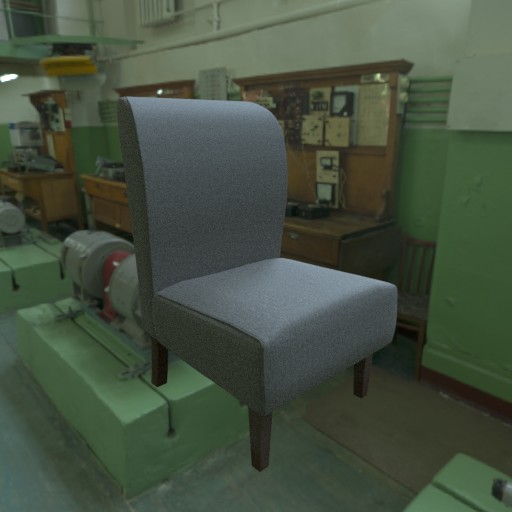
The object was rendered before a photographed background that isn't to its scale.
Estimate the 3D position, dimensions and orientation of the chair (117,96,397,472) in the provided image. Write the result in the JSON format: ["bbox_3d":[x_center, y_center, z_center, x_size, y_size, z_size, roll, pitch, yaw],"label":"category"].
[{"bbox_3d":[0.000,0.000,1.175,0.513,0.804,0.592,-15,23,-41],"label":"chair"}]
